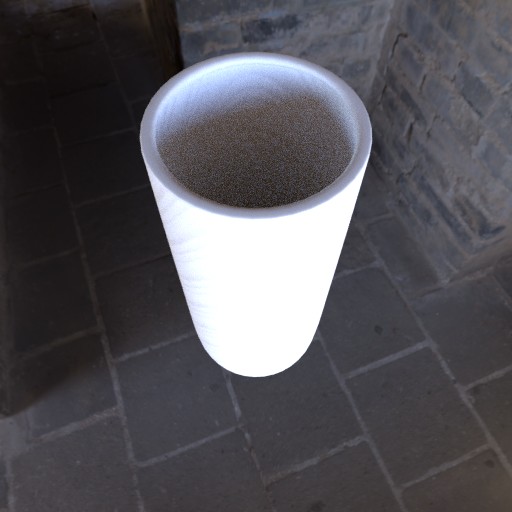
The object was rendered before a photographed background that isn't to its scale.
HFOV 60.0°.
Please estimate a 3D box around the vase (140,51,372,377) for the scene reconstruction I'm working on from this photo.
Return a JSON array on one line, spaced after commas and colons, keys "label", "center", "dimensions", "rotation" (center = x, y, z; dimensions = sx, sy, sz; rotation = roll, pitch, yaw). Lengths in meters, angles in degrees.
[{"label": "vase", "center": [0.000, 0.000, 0.400], "dimensions": [0.143, 0.316, 0.143], "rotation": [0, 60, 0]}]
